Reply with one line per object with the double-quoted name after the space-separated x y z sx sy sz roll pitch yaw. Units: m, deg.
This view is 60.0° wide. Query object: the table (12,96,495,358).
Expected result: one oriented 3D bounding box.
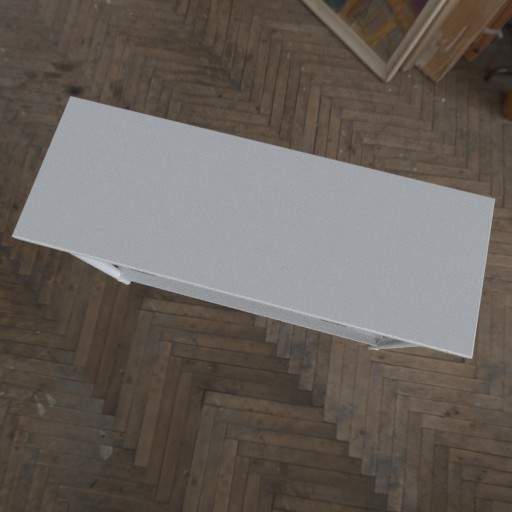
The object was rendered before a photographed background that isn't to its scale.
0.000 0.000 1.394 1.067 0.749 0.381 14 76 4 "table"
